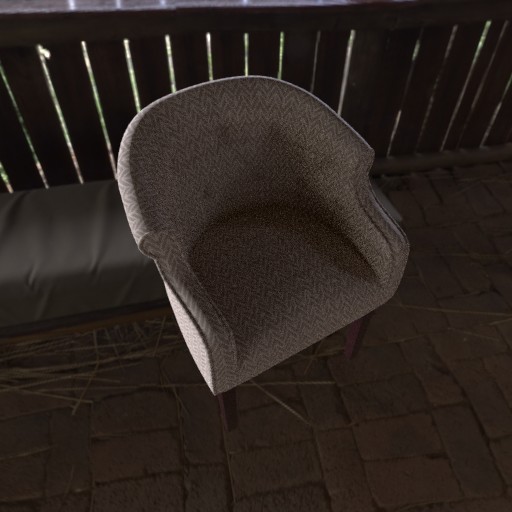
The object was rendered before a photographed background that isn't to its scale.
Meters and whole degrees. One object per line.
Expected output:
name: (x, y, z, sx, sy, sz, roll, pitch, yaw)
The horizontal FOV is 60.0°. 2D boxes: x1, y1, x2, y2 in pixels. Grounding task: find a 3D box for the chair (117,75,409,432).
chair: (0.000, 0.000, 1.334, 0.686, 0.858, 0.613, -24, 51, -21)
